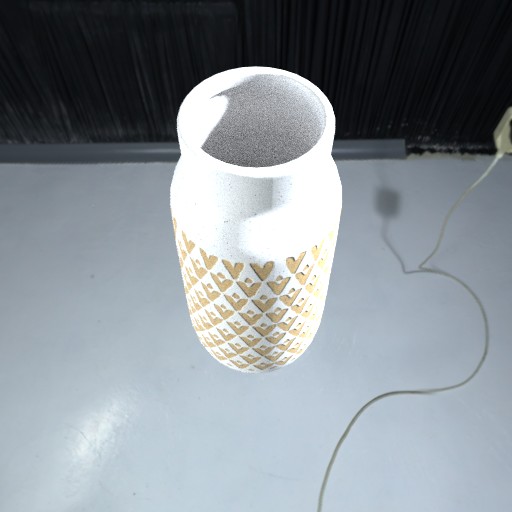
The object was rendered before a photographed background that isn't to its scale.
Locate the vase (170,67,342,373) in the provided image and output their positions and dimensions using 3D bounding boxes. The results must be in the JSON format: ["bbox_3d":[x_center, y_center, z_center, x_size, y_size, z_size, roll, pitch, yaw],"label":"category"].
[{"bbox_3d":[0.000,0.000,0.382,0.137,0.307,0.137,0,58,0],"label":"vase"}]
